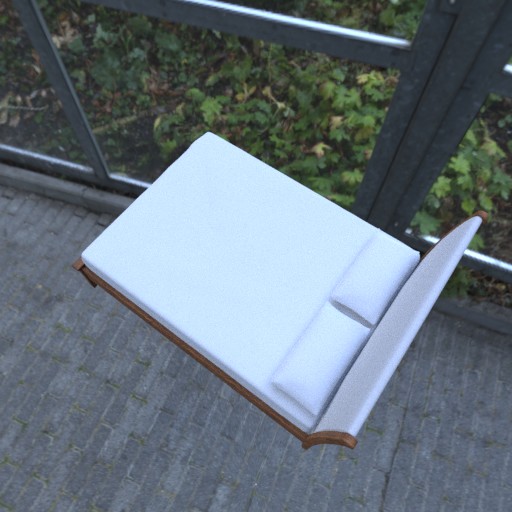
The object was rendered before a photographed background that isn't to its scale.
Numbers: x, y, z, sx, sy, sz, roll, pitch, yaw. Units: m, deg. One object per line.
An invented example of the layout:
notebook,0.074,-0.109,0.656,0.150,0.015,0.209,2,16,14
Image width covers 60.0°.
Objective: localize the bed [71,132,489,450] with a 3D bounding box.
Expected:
bed,0.000,0.000,2.925,2.108,1.135,1.502,33,67,16
